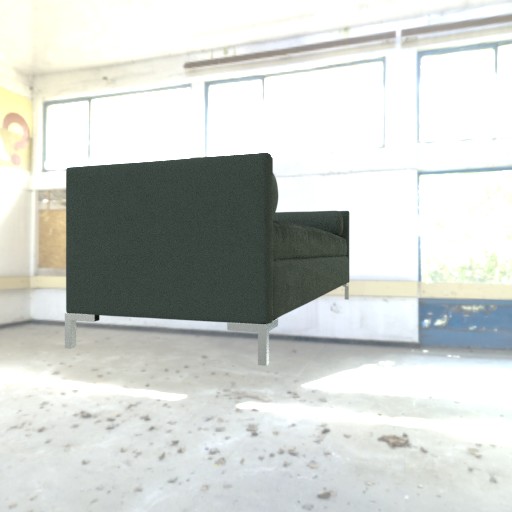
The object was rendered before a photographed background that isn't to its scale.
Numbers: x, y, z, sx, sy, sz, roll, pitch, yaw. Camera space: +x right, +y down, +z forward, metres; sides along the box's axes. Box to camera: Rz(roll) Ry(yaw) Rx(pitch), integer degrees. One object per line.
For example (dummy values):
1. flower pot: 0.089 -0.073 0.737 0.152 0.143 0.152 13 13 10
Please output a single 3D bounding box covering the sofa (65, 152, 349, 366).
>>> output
1. sofa: 0.000 0.000 2.459 0.797 0.657 2.102 0 0 19
